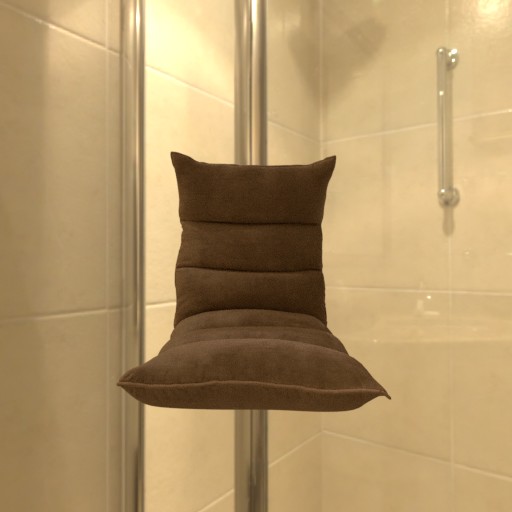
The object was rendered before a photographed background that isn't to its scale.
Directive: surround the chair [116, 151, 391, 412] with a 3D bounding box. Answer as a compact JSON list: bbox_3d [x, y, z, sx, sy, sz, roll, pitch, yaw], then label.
[{"bbox_3d":[0.000,0.000,1.591,0.714,0.892,0.985,0,-1,-1],"label":"chair"}]
